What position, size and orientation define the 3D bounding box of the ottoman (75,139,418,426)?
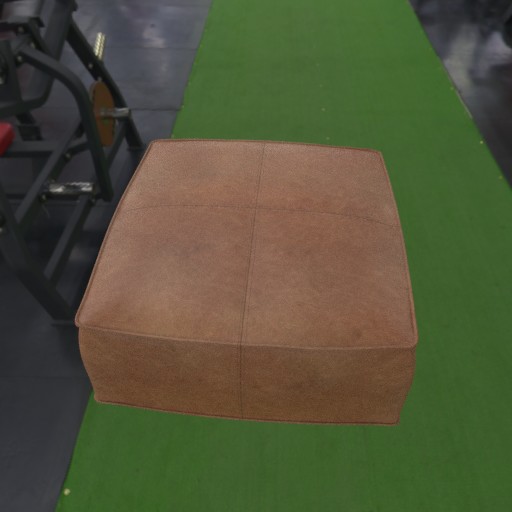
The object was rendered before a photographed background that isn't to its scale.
[{"bbox_3d":[0.000,0.000,1.392,0.902,0.395,0.901,3,47,3],"label":"ottoman"}]
